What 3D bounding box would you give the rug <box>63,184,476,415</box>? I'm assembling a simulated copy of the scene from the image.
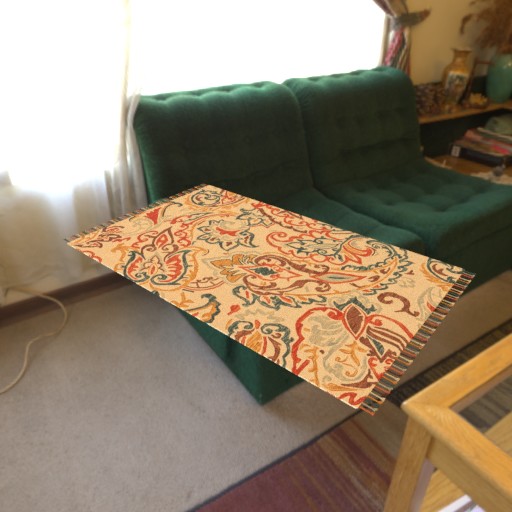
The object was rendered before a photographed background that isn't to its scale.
[{"bbox_3d":[0.000,0.000,3.179,2.584,0.010,1.523,23,37,33],"label":"rug"}]
